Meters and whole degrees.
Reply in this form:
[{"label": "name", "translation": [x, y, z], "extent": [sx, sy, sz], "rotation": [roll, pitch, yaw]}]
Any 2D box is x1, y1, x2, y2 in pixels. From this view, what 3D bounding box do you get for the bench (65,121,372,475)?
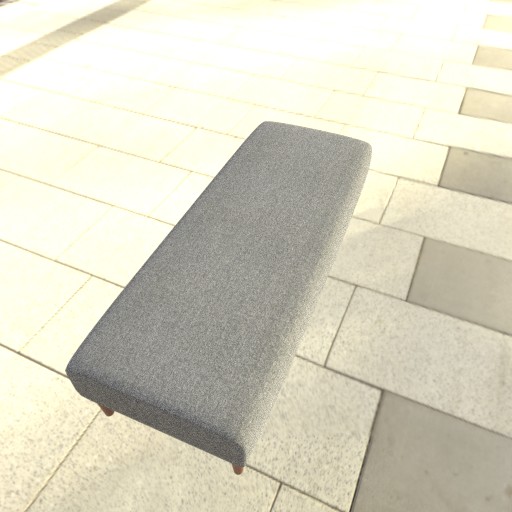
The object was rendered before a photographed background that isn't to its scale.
[{"label": "bench", "translation": [0.000, 0.000, 1.865], "extent": [0.631, 0.384, 1.598], "rotation": [17, 48, 16]}]
